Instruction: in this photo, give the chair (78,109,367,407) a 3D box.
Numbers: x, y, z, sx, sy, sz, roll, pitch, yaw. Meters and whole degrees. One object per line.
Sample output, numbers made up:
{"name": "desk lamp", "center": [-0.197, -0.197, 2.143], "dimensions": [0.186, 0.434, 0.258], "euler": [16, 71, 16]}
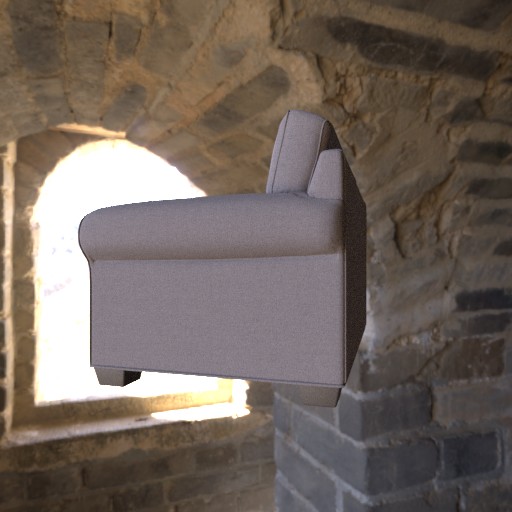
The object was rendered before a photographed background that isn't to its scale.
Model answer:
{"name": "chair", "center": [0.000, 0.000, 2.041], "dimensions": [0.930, 0.930, 1.390], "euler": [0, 0, 17]}
